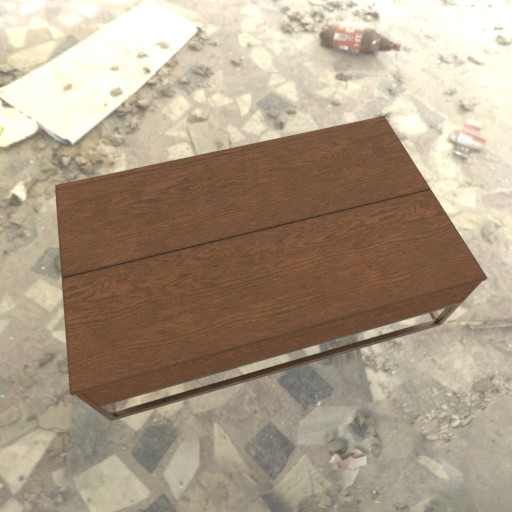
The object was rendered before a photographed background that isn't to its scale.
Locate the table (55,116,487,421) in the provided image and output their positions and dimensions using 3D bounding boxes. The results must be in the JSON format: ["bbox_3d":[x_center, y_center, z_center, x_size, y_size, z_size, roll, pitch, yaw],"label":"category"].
[{"bbox_3d":[0.000,0.000,1.512,1.167,0.361,0.719,-14,60,-8],"label":"table"}]
